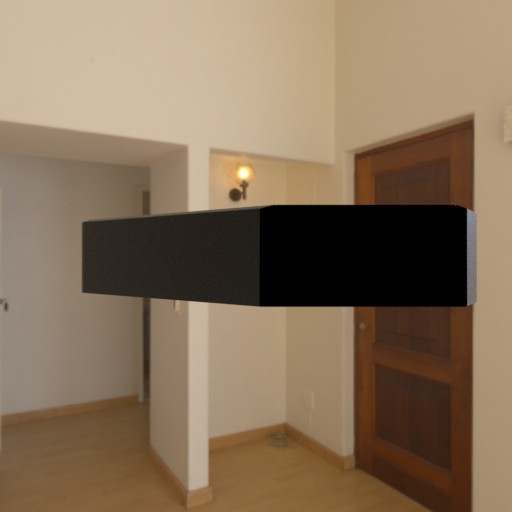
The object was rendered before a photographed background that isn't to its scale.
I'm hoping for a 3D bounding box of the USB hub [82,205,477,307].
[{"bbox_3d":[0.000,0.000,0.128,0.110,0.023,0.044,0,0,35],"label":"USB hub"}]
